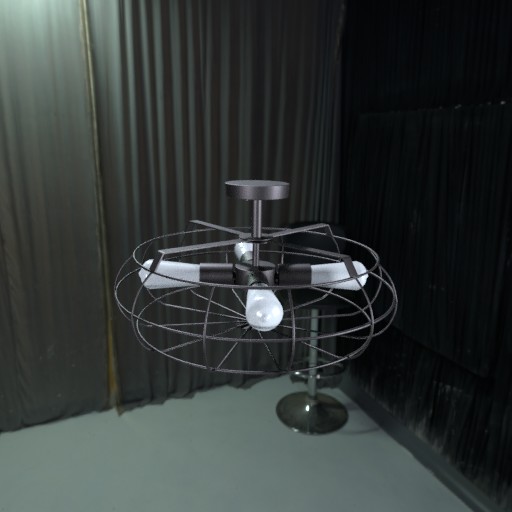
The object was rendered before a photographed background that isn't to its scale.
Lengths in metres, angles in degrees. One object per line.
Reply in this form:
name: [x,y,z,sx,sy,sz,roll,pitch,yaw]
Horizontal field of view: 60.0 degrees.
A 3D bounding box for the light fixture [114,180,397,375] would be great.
light fixture: [0.000,0.000,0.943,0.582,0.311,0.582,0,15,0]
